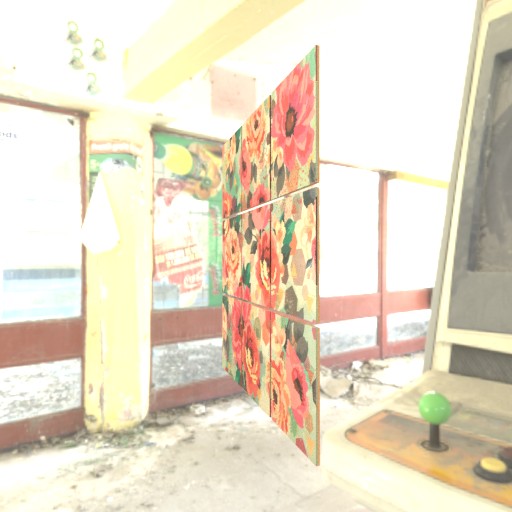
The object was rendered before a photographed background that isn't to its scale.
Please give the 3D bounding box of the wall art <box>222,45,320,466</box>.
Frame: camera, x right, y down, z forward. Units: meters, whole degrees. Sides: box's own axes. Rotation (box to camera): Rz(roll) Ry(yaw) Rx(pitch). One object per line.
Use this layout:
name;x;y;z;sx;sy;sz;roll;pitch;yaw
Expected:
wall art;0.000;0.000;1.864;0.013;1.220;1.216;0;0;-17
